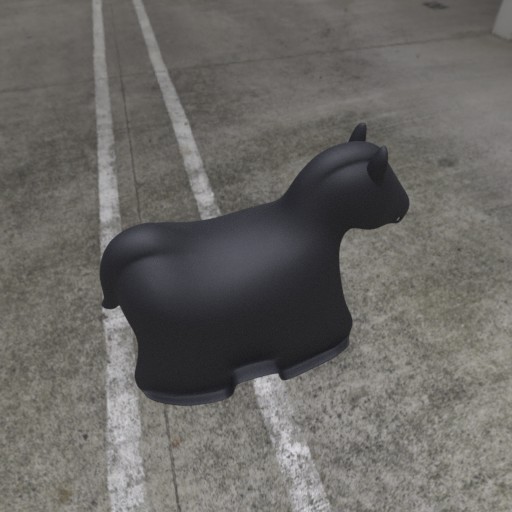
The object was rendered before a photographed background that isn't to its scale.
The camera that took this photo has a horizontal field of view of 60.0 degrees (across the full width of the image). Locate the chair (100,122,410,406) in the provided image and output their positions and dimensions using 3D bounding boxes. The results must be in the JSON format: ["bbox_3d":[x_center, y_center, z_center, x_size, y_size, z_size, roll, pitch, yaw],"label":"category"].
[{"bbox_3d":[0.000,0.000,1.136,0.800,0.612,0.429,-12,47,-11],"label":"chair"}]
